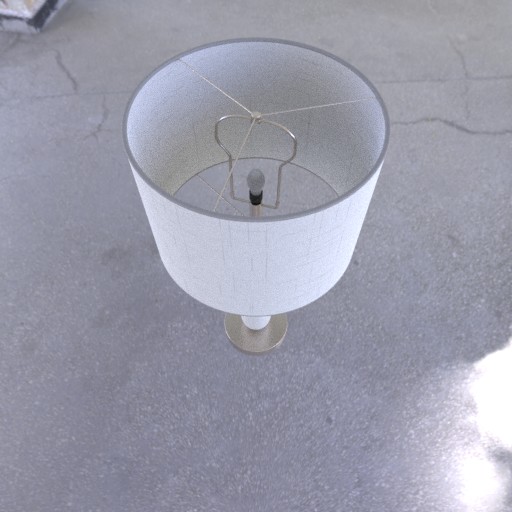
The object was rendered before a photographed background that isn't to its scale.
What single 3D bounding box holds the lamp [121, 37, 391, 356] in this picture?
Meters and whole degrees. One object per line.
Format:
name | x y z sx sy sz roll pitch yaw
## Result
lamp | 0.000 0.000 0.702 0.282 0.559 0.280 14 59 9
